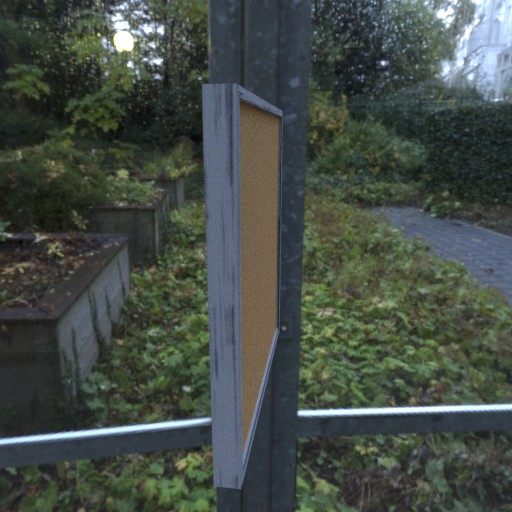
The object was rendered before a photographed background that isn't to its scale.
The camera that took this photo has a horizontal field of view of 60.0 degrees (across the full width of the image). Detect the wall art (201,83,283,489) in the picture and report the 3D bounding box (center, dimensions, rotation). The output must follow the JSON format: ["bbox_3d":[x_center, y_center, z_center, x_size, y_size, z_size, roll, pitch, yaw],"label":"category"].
[{"bbox_3d":[0.000,0.000,0.766,0.038,0.506,0.506,2,15,8],"label":"wall art"}]
